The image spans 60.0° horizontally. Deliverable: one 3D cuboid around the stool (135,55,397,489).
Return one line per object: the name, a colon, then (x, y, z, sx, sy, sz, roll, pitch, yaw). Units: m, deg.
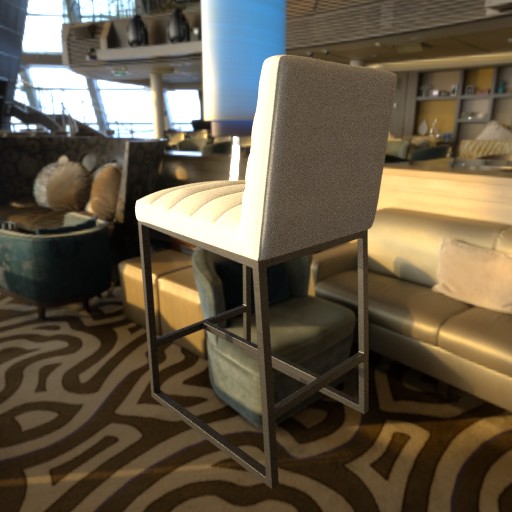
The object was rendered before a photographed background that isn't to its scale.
stool: (0.000, 0.000, 1.264, 0.459, 0.971, 0.567, -16, 23, -42)
